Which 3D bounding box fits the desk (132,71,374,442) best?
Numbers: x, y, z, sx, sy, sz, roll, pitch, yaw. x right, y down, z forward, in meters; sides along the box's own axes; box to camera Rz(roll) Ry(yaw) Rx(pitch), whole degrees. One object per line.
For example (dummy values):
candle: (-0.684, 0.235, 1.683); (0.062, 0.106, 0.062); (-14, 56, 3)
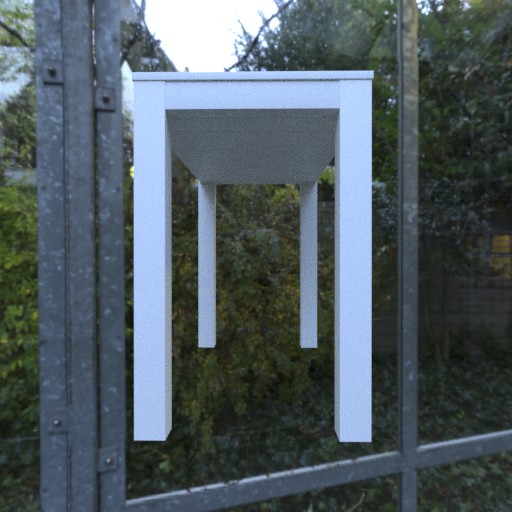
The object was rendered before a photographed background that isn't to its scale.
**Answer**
desk: (0.000, 0.000, 1.407); (0.497, 0.762, 0.990); (0, 0, 1)
